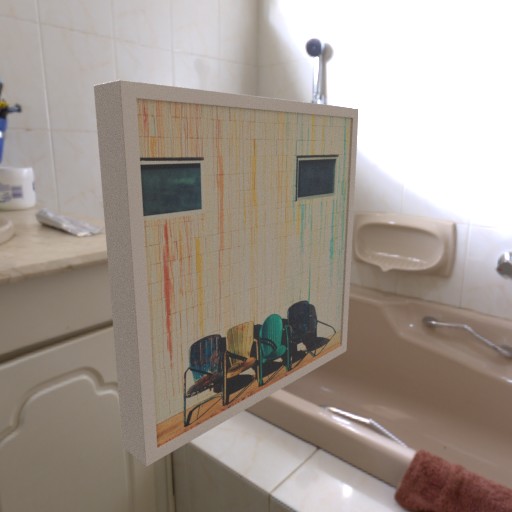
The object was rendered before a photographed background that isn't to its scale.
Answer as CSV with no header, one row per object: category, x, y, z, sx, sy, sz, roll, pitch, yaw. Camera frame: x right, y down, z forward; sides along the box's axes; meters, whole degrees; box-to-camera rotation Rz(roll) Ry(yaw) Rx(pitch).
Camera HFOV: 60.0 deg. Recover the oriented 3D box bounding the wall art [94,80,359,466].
wall art,0.000,0.000,0.455,0.038,0.305,0.305,13,19,42
